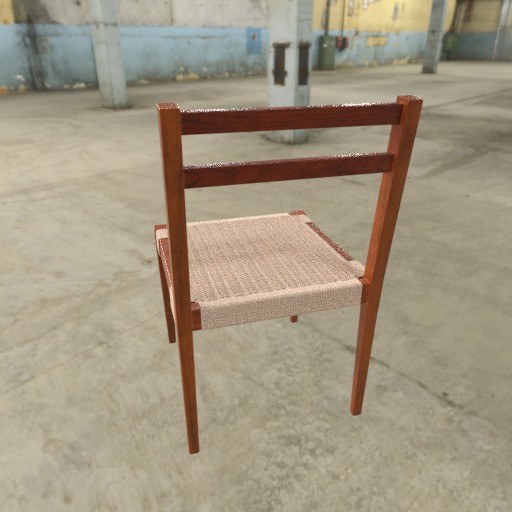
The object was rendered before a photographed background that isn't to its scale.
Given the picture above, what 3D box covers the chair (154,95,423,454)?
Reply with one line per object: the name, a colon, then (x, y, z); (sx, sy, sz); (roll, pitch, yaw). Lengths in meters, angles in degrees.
chair: (0.000, 0.000, 1.196); (0.495, 0.851, 0.569); (-7, 26, -15)
